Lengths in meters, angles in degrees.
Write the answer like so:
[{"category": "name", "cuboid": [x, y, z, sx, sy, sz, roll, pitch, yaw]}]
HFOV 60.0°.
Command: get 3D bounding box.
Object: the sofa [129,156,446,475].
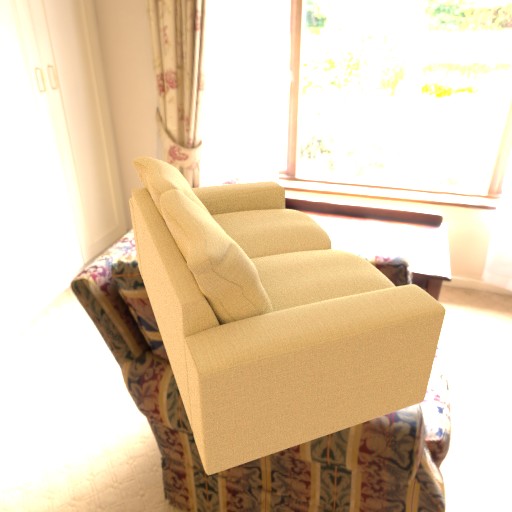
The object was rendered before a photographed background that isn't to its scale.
[{"category": "sofa", "cuboid": [0.000, 0.000, 2.378, 1.091, 0.875, 1.754, -10, 30, -19]}]
